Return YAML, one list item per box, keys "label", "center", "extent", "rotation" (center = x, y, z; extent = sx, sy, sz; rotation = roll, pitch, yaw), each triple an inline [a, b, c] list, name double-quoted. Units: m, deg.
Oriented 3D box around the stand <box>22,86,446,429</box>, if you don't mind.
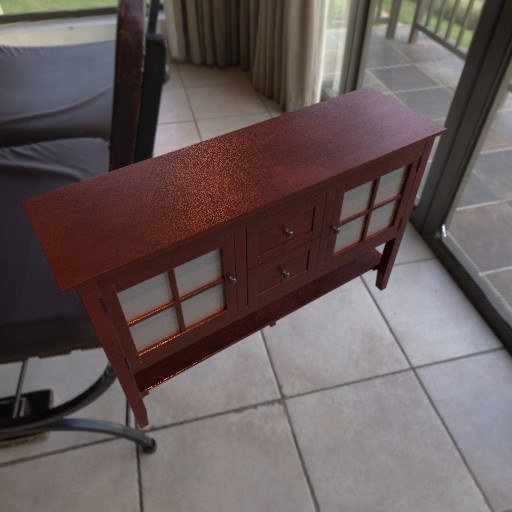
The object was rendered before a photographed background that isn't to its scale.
- label: "stand"
  center: [0.000, 0.000, 1.741]
  extent: [1.362, 0.872, 0.410]
  rotation: [-25, 51, -22]
